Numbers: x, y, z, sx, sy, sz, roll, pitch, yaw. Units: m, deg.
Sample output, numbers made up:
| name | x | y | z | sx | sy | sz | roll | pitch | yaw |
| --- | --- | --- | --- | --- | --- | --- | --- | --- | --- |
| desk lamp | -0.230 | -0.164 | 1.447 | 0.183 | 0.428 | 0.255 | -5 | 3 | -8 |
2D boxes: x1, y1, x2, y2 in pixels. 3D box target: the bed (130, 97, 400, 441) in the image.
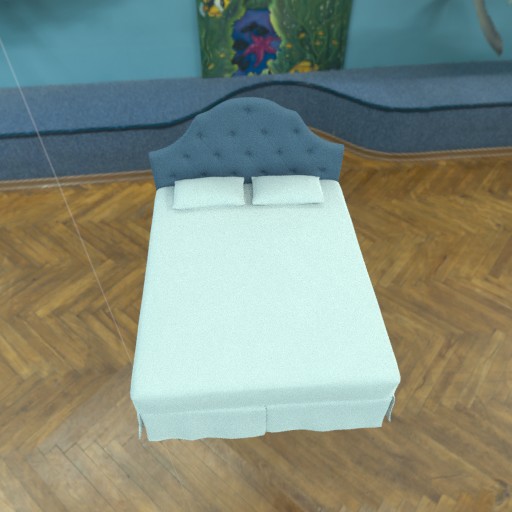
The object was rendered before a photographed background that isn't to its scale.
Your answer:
| name | x | y | z | sx | sy | sz | roll | pitch | yaw |
| --- | --- | --- | --- | --- | --- | --- | --- | --- | --- |
| bed | 0.000 | 0.000 | 3.799 | 2.039 | 1.617 | 2.477 | -3 | 47 | -3 |
